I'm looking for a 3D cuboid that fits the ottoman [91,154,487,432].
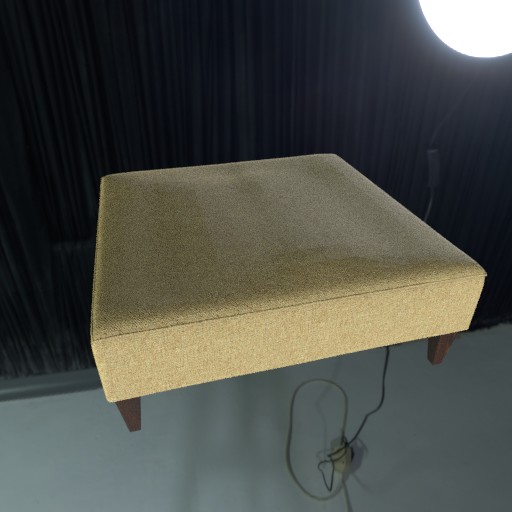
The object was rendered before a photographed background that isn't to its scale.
[{"bbox_3d":[0.000,0.000,1.490,0.981,0.378,0.970,-8,32,-13],"label":"ottoman"}]
